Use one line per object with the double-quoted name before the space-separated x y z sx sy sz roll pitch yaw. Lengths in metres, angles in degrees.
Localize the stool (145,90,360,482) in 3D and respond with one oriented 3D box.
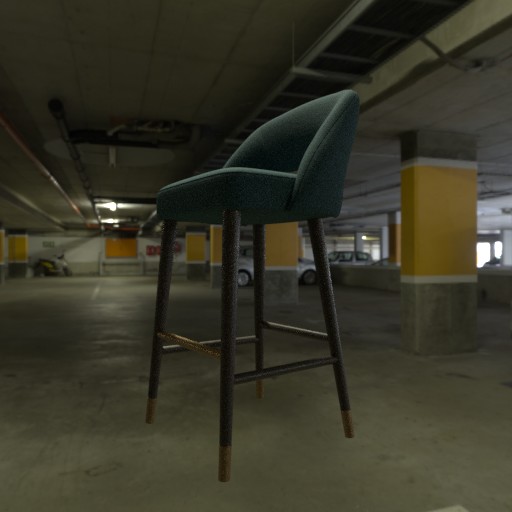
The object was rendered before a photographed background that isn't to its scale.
"stool" 0.000 0.000 1.340 0.522 1.032 0.536 0 0 -36
